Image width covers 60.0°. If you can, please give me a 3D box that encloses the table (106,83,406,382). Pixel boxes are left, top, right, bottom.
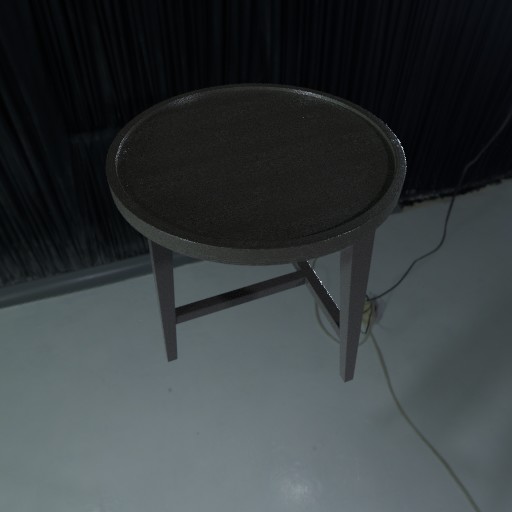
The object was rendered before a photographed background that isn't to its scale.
[{"bbox_3d":[0.000,0.000,0.947,0.500,0.531,0.500,0,45,0],"label":"table"}]
